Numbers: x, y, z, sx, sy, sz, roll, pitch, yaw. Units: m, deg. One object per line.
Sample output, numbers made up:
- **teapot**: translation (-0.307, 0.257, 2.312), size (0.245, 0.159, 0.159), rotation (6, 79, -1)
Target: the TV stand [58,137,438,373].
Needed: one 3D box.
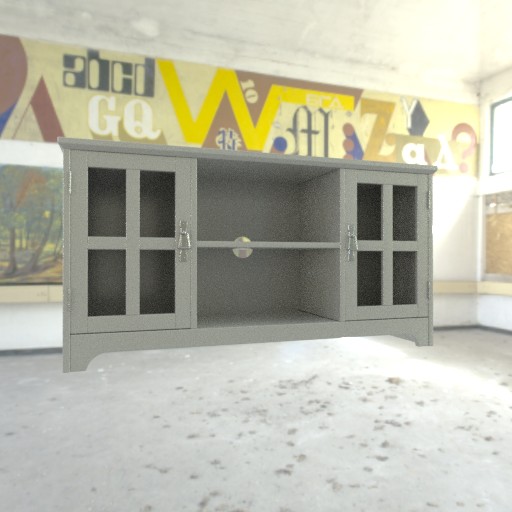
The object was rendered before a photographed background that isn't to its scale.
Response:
- **TV stand**: translation (0.000, 0.000, 1.465), size (1.167, 0.603, 0.344), rotation (0, 0, -18)
